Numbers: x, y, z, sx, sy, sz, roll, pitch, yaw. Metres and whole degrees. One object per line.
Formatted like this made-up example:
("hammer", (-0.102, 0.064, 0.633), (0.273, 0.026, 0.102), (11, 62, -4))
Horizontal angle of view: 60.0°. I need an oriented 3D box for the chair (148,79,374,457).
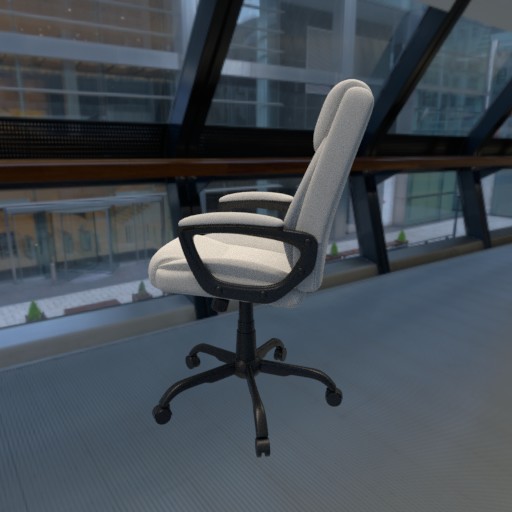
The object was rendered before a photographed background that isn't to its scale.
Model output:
("chair", (0.000, 0.000, 1.479), (0.669, 1.065, 0.663), (2, 15, 8))
